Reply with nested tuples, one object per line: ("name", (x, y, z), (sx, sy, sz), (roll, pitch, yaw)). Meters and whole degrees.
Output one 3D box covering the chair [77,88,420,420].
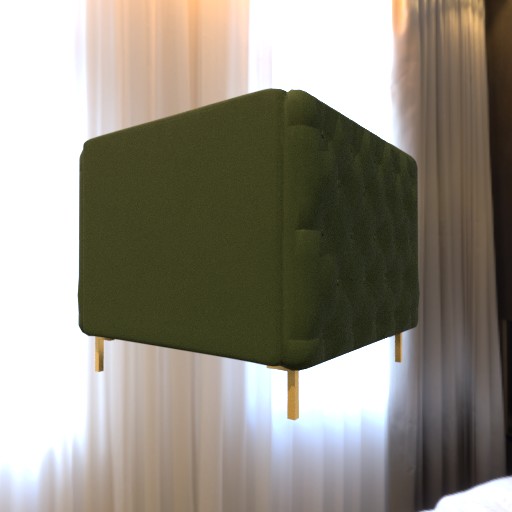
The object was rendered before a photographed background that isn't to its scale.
("chair", (0.000, 0.000, 1.552), (0.917, 0.768, 0.855), (-1, -1, 36))
